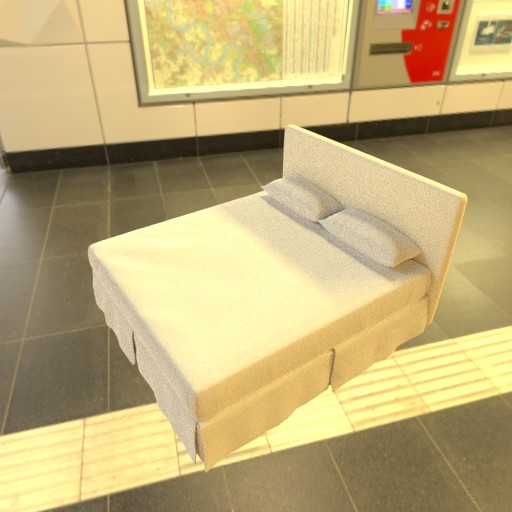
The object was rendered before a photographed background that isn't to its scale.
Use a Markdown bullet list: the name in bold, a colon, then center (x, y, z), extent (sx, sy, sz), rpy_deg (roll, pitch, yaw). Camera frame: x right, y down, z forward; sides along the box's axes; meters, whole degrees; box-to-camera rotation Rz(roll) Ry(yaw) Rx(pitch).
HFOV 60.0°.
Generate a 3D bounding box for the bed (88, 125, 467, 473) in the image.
- **bed**: center (0.000, 0.000, 3.684), extent (2.341, 1.317, 2.119), rpy_deg (-21, 39, -28)
